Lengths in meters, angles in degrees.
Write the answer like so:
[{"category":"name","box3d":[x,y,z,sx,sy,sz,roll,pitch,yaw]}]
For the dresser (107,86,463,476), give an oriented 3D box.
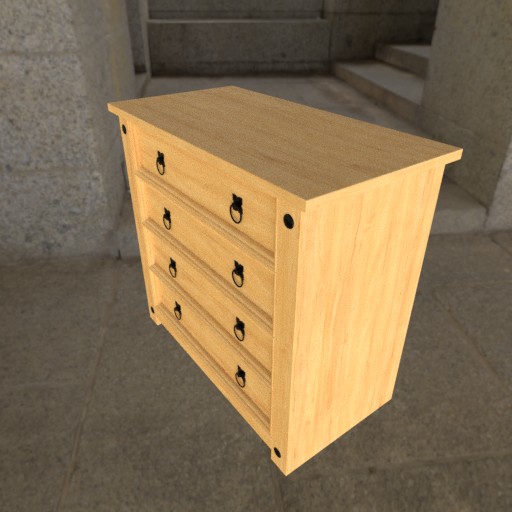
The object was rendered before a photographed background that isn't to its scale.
[{"category":"dresser","box3d":[0.000,0.000,1.221,0.410,0.730,0.800,-21,37,-31]}]
